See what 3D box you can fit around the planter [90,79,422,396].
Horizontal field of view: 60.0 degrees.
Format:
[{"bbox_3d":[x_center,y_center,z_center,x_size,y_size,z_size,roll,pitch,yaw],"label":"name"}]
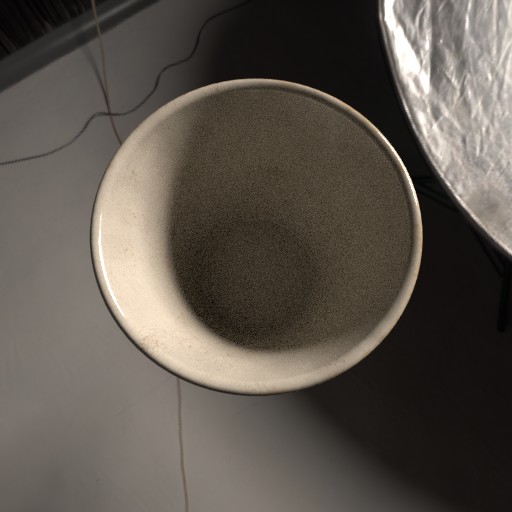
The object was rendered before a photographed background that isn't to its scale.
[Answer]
[{"bbox_3d":[0.000,0.000,0.219,0.126,0.104,0.126,0,76,0],"label":"planter"}]
